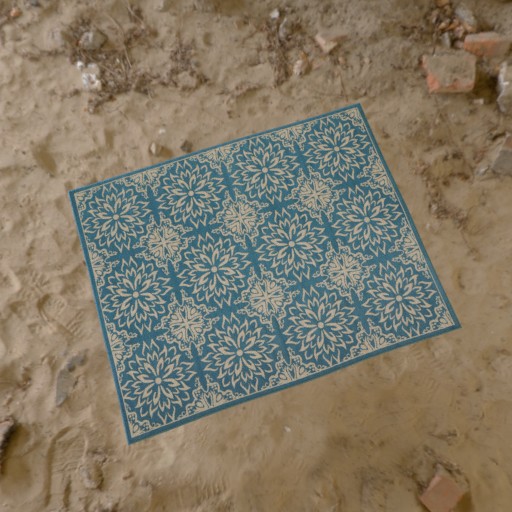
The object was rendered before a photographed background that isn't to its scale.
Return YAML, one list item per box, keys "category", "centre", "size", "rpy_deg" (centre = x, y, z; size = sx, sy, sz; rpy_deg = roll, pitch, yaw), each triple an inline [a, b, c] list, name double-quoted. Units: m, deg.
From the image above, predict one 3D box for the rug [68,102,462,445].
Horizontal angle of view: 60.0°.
- category: "rug"
  centre: [0.000, 0.000, 3.992]
  size: [2.964, 0.018, 2.350]
  rpy_deg: [-18, 75, -5]
